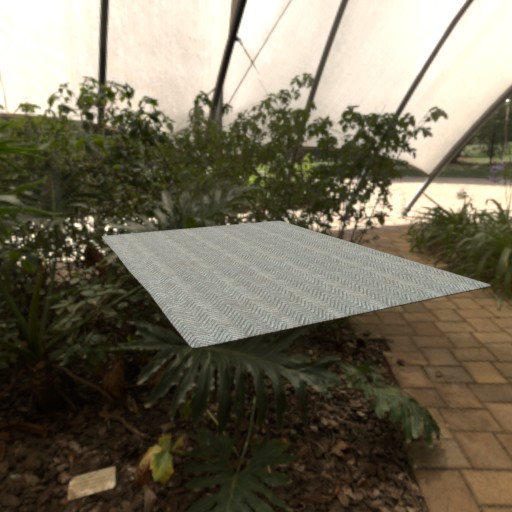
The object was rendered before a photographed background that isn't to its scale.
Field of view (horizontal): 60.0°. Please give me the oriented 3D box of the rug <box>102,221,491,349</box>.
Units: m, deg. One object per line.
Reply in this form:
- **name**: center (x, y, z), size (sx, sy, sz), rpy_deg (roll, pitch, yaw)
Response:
- **rug**: center (0.000, 0.000, 5.165), size (2.894, 0.011, 3.957), rpy_deg (-7, 16, -26)
